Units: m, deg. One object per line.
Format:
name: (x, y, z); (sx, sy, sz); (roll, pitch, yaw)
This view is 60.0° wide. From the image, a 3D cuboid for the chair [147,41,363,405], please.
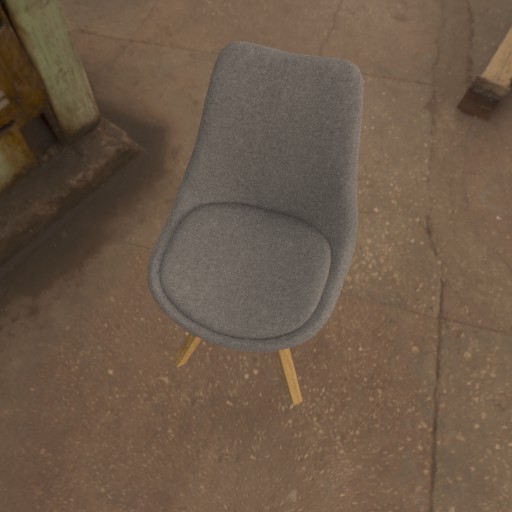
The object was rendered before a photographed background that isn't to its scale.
chair: (0.000, 0.000, 1.181); (0.483, 0.865, 0.550); (15, 58, 10)
